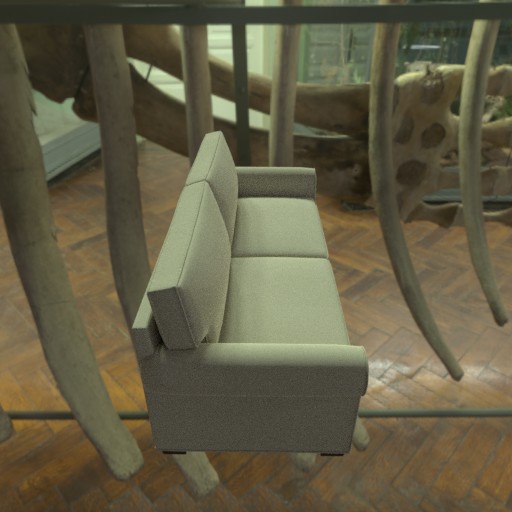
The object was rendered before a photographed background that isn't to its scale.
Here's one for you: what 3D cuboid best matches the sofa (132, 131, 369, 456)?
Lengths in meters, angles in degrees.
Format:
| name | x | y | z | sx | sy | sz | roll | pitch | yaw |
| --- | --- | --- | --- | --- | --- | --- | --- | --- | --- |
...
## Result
| name | x | y | z | sx | sy | sz | roll | pitch | yaw |
| --- | --- | --- | --- | --- | --- | --- | --- | --- | --- |
| sofa | 0.000 | 0.000 | 2.623 | 0.901 | 0.962 | 2.146 | 0 | 32 | 1 |
